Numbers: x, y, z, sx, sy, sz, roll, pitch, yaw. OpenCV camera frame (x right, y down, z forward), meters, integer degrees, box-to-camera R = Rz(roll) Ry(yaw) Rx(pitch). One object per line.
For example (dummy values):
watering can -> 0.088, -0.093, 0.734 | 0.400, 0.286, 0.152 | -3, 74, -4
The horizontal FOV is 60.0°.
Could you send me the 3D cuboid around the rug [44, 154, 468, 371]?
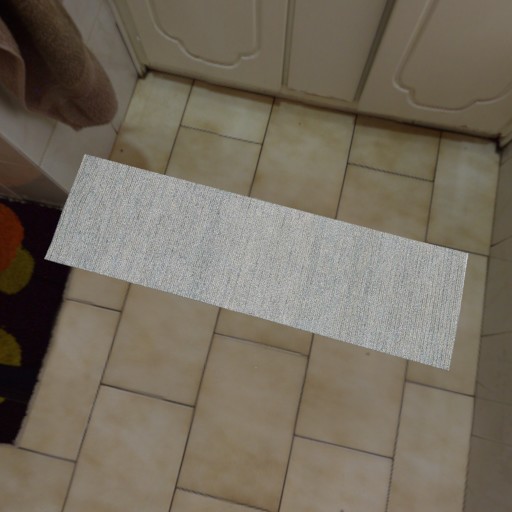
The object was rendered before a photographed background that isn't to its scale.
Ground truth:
rug -> 0.000, 0.000, 2.526 | 2.341, 0.037, 0.675 | 15, 76, 4
